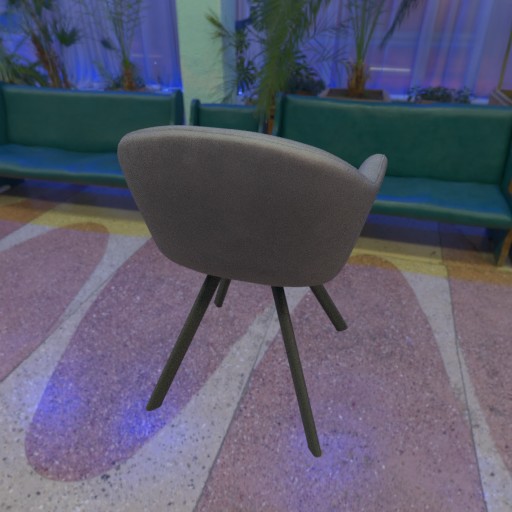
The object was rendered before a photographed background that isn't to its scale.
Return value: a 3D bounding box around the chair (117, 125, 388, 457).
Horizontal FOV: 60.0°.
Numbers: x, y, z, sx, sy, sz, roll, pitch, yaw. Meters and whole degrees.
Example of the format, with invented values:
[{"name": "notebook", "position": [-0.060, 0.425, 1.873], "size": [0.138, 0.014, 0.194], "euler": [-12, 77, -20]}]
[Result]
[{"name": "chair", "position": [0.000, 0.000, 1.130], "size": [0.567, 0.781, 0.544], "euler": [9, 33, 15]}]
